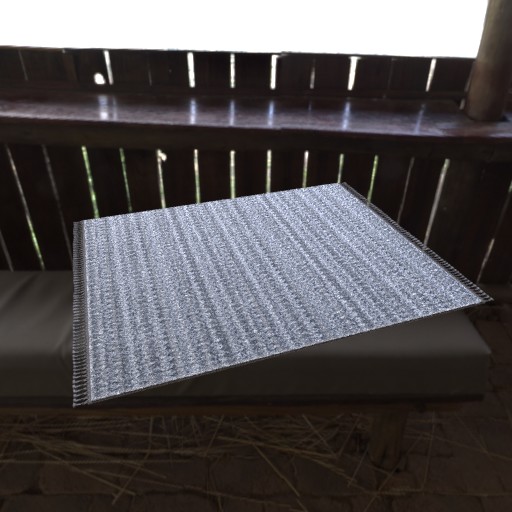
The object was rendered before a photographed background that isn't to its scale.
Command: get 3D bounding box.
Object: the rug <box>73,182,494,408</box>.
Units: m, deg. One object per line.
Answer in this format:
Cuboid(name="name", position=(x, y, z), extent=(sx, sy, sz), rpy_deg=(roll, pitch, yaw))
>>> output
Cuboid(name="rug", position=(0.000, 0.000, 3.728), extent=(2.910, 0.013, 2.256), rpy_deg=(-11, 34, -16))
